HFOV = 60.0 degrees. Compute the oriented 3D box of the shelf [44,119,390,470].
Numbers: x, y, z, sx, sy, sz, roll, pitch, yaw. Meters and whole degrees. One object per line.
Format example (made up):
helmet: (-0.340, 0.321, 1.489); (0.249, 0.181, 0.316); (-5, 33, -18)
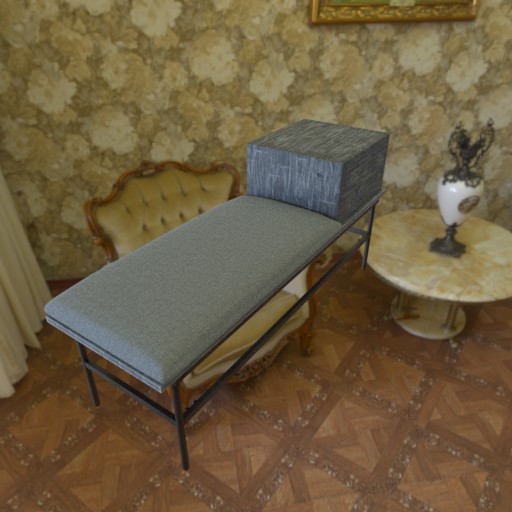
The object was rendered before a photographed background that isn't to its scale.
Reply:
shelf: (0.000, 0.000, 1.581); (0.457, 0.633, 1.342); (20, 37, 29)
